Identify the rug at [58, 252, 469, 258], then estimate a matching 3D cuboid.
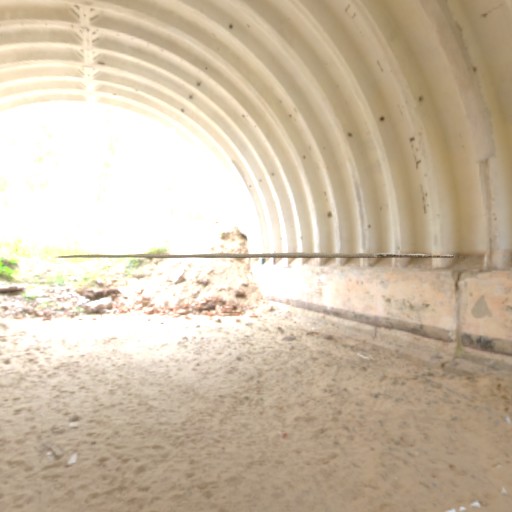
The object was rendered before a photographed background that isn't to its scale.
[{"bbox_3d":[0.000,0.000,3.047,2.434,0.027,1.529,0,0,36],"label":"rug"}]
